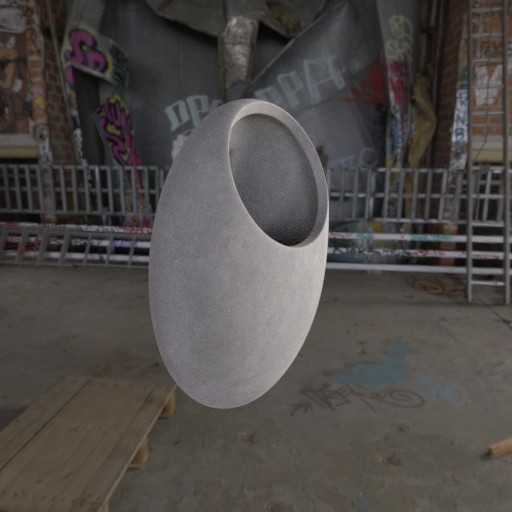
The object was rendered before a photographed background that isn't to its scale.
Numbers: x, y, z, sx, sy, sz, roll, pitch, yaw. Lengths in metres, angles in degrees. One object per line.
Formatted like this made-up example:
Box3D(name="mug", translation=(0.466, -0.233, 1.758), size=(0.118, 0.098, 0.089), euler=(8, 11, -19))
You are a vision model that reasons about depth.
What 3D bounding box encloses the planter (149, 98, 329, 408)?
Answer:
Box3D(name="planter", translation=(0.000, 0.000, 0.280), size=(0.071, 0.188, 0.185), euler=(7, 15, 27))
